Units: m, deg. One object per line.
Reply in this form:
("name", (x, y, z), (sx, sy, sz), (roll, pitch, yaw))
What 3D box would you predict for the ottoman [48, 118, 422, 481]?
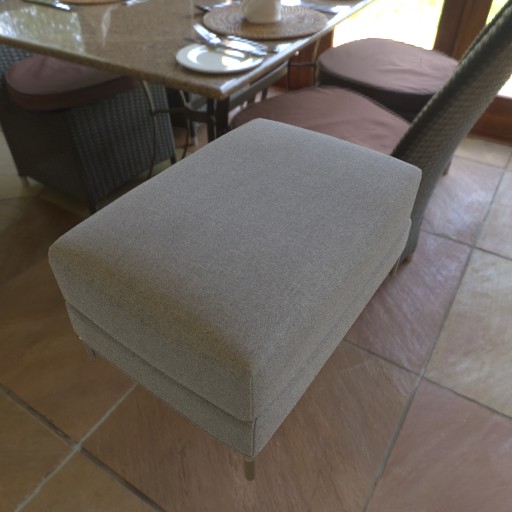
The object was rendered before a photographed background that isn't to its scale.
("ottoman", (0.000, 0.000, 1.185), (0.584, 0.457, 0.838), (26, 48, 26))
